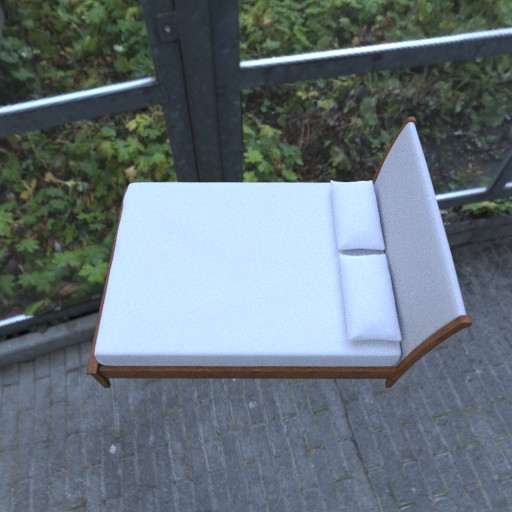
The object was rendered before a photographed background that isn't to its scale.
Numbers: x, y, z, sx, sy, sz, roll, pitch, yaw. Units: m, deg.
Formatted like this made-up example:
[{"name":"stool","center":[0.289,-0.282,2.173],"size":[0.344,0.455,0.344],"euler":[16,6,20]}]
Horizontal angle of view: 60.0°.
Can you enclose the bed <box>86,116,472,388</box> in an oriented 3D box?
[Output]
[{"name":"bed","center":[0.000,0.000,2.989],"size":[2.108,1.135,1.502],"euler":[0,58,0]}]
